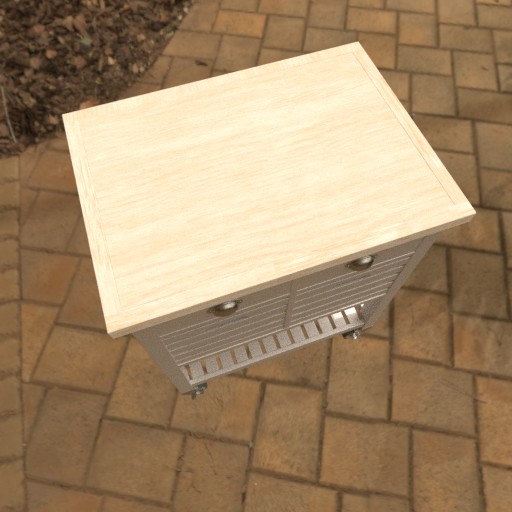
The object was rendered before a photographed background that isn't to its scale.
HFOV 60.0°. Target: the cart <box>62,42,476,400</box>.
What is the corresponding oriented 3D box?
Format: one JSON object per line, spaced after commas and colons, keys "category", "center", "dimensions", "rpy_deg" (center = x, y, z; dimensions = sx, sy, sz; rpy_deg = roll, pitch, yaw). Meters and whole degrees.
{"category": "cart", "center": [0.000, 0.000, 1.377], "dimensions": [0.762, 0.914, 0.559], "rpy_deg": [-18, 64, -9]}
